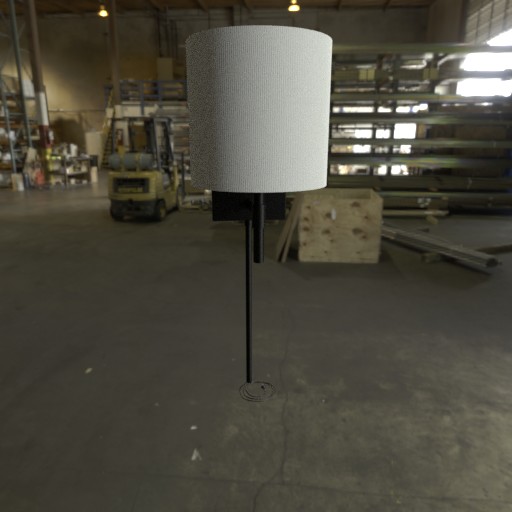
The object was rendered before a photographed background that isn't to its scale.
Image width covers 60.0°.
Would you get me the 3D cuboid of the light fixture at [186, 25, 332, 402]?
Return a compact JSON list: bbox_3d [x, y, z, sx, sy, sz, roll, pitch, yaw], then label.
[{"bbox_3d":[0.000,0.000,0.681,0.188,0.589,0.248,-2,15,-7],"label":"light fixture"}]
